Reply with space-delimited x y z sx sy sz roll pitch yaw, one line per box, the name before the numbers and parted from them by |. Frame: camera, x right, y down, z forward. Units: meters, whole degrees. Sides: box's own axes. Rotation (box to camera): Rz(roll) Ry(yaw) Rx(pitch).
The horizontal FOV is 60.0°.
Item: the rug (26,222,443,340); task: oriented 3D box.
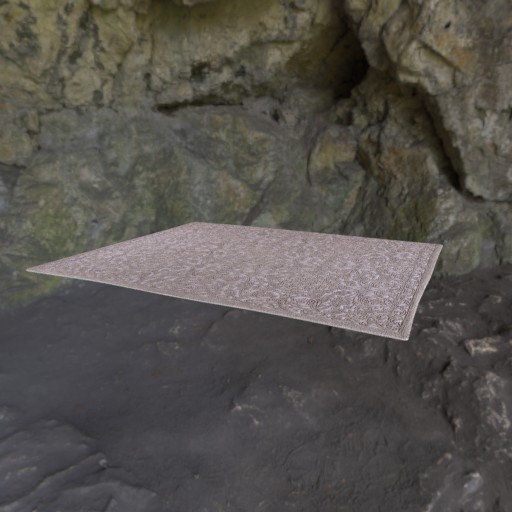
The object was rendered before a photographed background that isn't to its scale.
rug | 0.000 0.000 4.072 3.017 0.035 2.472 7 16 25
